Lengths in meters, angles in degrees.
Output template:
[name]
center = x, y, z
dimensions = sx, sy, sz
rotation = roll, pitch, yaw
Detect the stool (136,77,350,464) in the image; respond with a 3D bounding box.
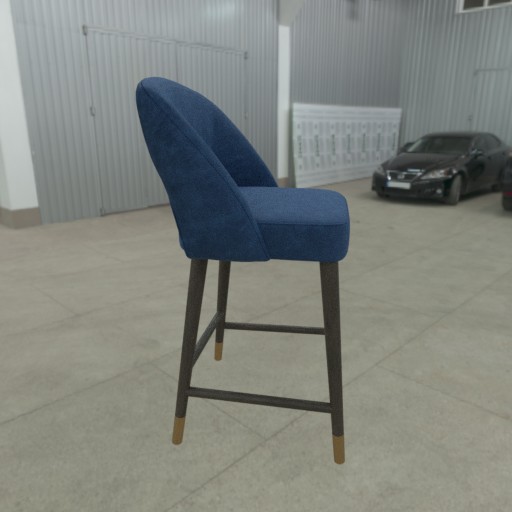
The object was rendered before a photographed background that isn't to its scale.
[stool]
center = 0.000, 0.000, 1.227
dimensions = 0.524, 0.925, 0.536
rotation = 3, 17, 9
